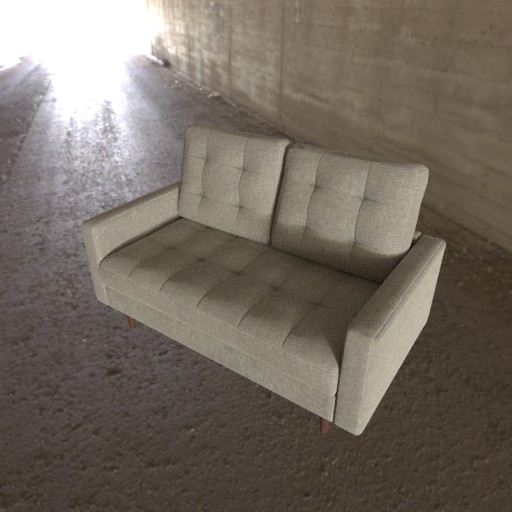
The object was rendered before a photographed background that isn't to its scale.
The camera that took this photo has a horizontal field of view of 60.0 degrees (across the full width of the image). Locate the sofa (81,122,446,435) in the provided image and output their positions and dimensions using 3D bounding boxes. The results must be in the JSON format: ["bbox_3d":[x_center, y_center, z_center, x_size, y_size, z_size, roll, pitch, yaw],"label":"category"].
[{"bbox_3d":[0.000,0.000,1.978,1.407,0.907,0.842,19,35,30],"label":"sofa"}]
